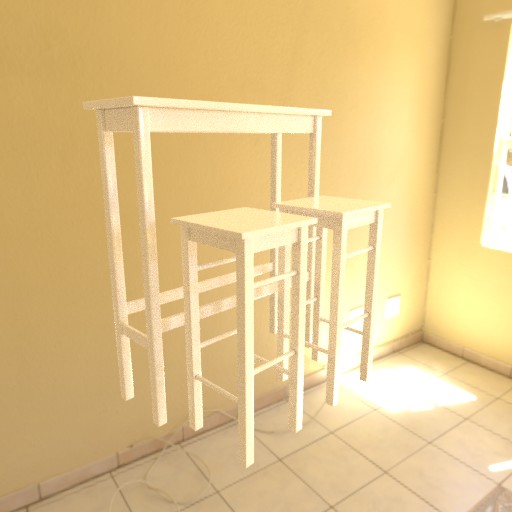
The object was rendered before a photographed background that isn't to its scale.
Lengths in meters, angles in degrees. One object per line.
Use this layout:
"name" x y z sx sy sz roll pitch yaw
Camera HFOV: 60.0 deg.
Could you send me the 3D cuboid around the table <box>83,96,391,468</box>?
"table" 0.000 0.000 1.640 0.650 1.065 0.915 14 21 43
